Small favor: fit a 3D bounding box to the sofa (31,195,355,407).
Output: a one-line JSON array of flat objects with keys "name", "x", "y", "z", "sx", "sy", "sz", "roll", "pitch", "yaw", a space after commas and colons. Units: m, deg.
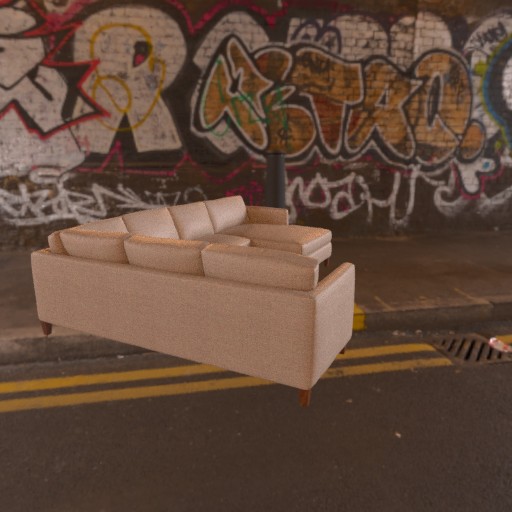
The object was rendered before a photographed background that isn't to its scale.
[{"name": "sofa", "x": 0.000, "y": 0.000, "z": 4.719, "sx": 2.594, "sy": 0.961, "sz": 3.460, "roll": 7, "pitch": 16, "yaw": 26}]
